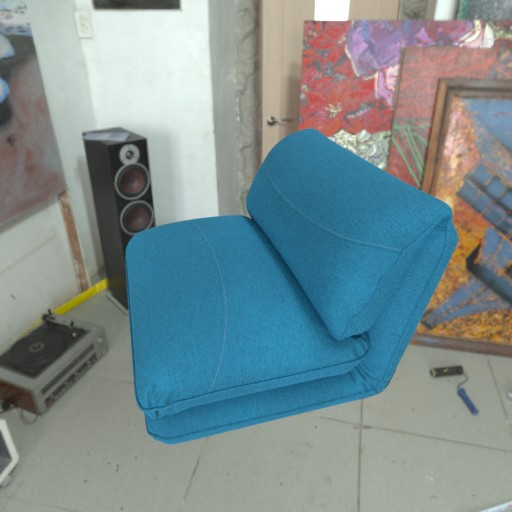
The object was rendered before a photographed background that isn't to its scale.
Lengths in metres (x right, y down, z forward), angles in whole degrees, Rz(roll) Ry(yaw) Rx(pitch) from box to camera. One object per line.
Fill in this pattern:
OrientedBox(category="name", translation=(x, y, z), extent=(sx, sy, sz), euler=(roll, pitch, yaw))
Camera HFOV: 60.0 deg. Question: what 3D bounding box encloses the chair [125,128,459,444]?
OrientedBox(category="chair", translation=(0.000, 0.000, 1.339), extent=(0.780, 0.580, 0.820), euler=(-8, 30, -14))
